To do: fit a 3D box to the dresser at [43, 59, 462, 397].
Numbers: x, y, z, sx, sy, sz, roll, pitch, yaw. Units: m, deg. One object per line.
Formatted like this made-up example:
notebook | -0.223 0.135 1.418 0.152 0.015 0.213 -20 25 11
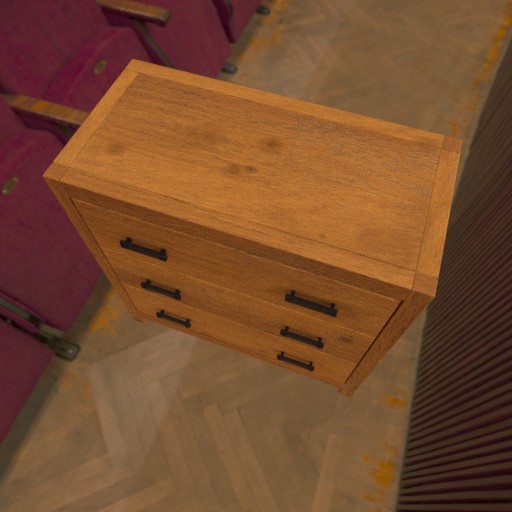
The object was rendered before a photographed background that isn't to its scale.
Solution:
dresser | 0.000 0.000 1.281 0.804 0.804 0.427 17 62 10
